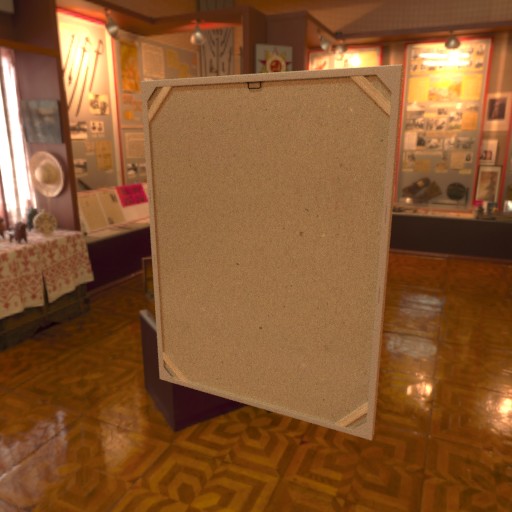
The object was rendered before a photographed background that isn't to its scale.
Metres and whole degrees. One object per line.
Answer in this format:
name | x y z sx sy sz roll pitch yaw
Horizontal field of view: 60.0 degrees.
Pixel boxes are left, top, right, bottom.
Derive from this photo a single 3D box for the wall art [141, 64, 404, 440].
wall art | 0.000 0.000 1.589 0.914 1.212 0.038 7 17 25
